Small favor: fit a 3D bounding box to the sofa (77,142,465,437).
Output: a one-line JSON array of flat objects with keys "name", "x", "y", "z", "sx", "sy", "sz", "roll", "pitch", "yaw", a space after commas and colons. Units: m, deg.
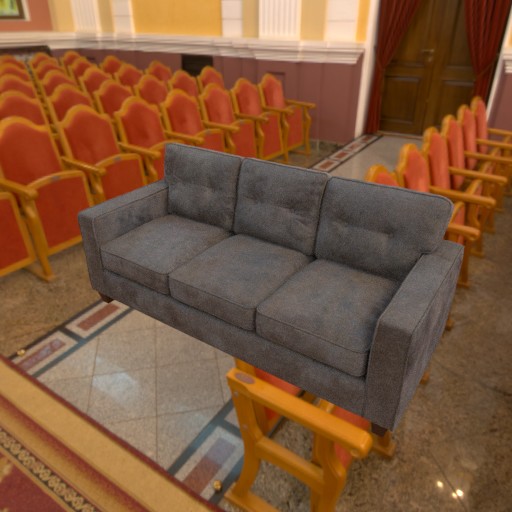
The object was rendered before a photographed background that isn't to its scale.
[{"name": "sofa", "x": 0.000, "y": 0.000, "z": 2.654, "sx": 2.133, "sy": 0.965, "sz": 0.939, "roll": 18, "pitch": 34, "yaw": 29}]
